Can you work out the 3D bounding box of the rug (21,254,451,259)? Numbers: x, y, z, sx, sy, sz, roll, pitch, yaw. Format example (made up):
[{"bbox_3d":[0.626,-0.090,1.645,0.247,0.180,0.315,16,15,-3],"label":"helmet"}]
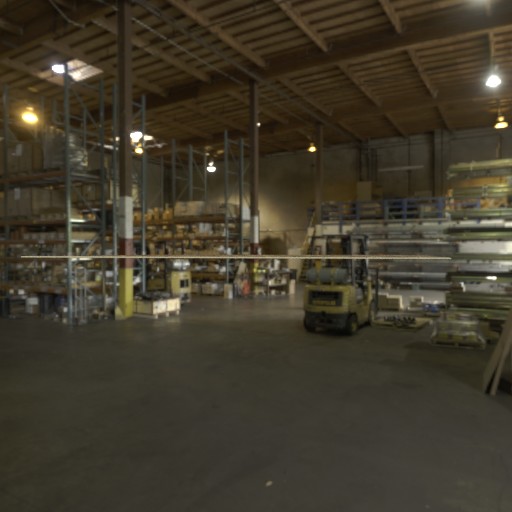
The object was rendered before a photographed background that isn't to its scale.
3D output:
[{"bbox_3d":[0.000,0.000,4.001,2.977,0.008,2.380,0,0,17],"label":"rug"}]
